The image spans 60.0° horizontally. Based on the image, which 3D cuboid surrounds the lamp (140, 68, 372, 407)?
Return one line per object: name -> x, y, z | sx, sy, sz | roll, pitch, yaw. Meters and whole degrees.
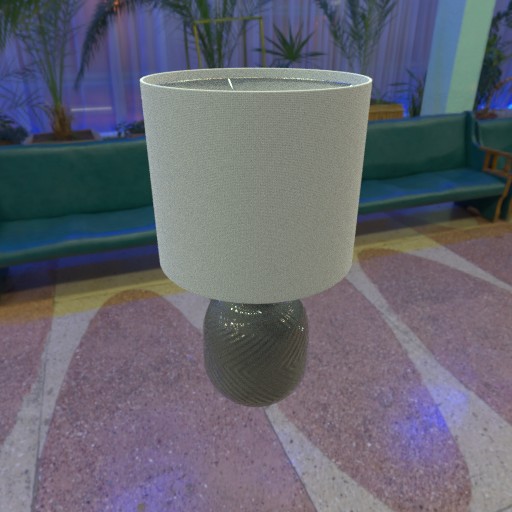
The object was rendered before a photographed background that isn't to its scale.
lamp -> 0.000, 0.000, 0.487 | 0.207, 0.366, 0.207 | -8, 28, -16
